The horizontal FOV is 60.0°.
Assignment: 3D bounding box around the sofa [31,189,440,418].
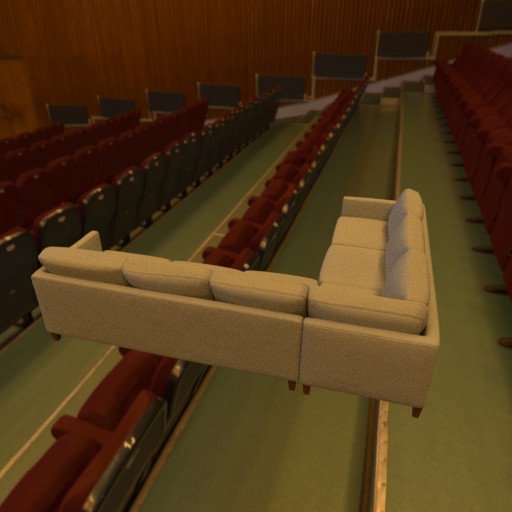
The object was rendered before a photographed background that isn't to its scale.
[{"bbox_3d":[0.000,0.000,4.507,3.301,0.947,2.592,8,30,14],"label":"sofa"}]
